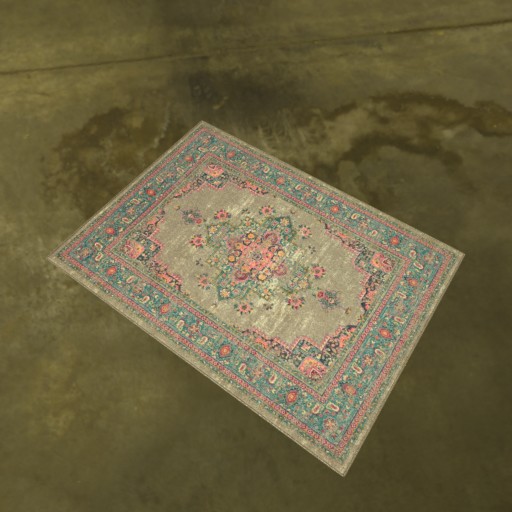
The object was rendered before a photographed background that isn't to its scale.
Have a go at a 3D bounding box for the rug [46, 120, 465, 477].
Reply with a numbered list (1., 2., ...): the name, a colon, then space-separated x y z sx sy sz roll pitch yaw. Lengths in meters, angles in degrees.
1. rug: 0.000 0.000 2.882 2.214 0.013 1.609 31 63 18
